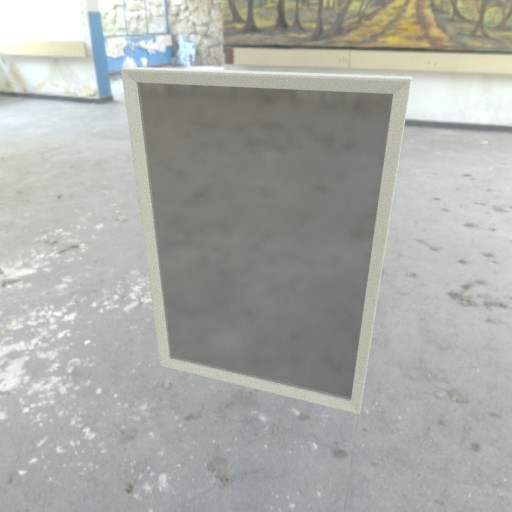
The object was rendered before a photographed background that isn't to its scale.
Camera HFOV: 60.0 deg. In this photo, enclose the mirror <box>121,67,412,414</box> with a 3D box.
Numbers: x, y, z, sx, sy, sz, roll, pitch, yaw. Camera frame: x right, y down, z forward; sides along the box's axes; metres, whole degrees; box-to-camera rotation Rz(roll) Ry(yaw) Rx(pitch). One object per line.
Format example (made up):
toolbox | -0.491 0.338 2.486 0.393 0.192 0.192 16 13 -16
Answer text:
mirror | 0.000 0.000 0.922 0.507 0.710 0.039 9 29 16
